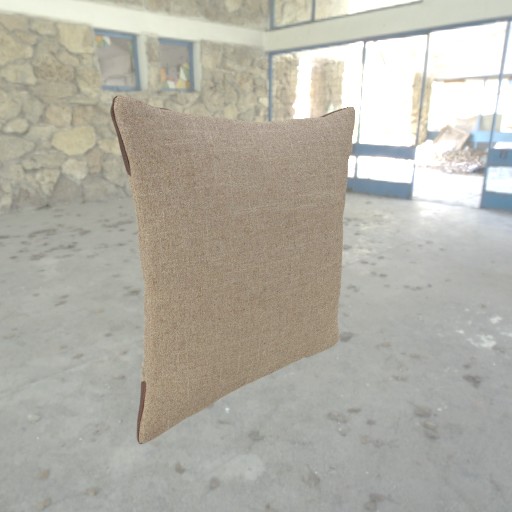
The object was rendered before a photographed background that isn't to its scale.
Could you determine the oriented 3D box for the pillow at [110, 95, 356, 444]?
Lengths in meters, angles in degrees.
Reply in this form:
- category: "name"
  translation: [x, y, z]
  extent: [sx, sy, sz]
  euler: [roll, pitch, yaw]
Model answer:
- category: "pillow"
  translation: [0.000, 0.000, 0.680]
  extent: [0.437, 0.448, 0.147]
  euler: [-15, 22, -41]
